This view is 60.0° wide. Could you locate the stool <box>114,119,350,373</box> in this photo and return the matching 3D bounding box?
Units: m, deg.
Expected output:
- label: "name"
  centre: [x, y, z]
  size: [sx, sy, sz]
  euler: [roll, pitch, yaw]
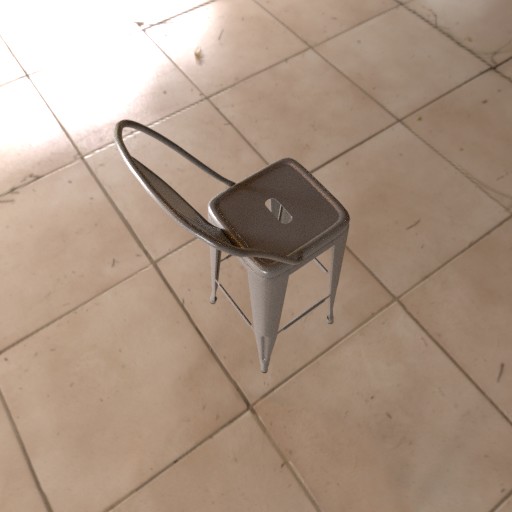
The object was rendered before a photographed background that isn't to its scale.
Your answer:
- label: "stool"
  centre: [0.000, 0.000, 1.323]
  size: [0.513, 1.096, 0.399]
  euler: [-33, 66, -17]
